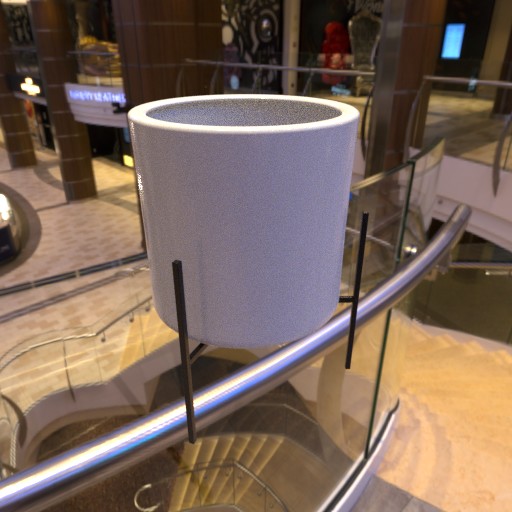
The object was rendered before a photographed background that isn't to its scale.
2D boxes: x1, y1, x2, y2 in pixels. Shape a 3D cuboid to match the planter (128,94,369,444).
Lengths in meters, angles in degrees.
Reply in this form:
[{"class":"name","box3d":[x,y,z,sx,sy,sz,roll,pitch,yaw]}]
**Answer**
[{"class":"planter","box3d":[0.000,0.000,0.747,0.361,0.480,0.360,0,26,0]}]
